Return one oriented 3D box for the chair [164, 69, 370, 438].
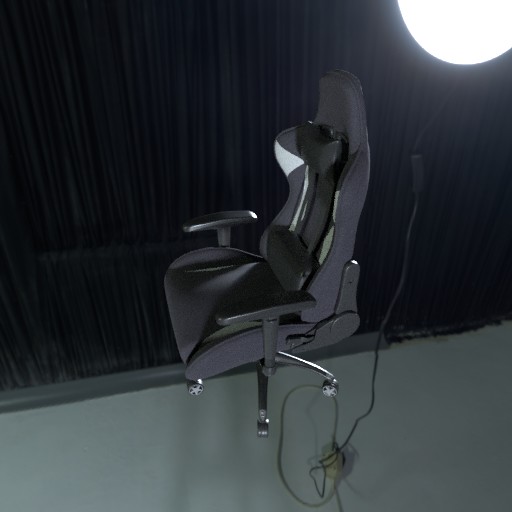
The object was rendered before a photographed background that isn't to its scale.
[{"bbox_3d":[0.000,0.000,1.702,0.695,1.300,0.730,-9,32,-15],"label":"chair"}]
